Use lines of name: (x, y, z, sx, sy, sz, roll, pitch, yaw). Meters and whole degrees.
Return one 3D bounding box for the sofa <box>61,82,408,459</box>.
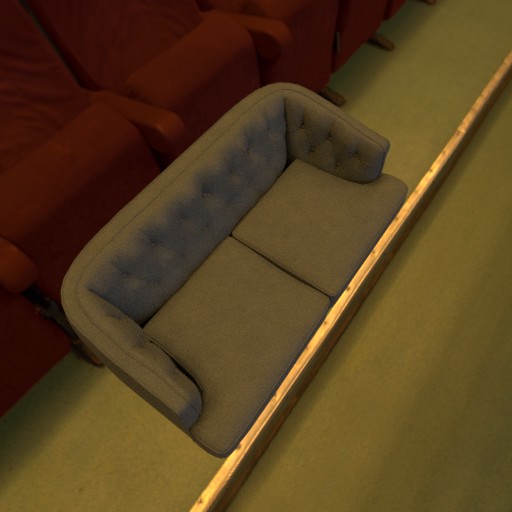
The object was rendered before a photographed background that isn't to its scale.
sofa: (0.000, 0.000, 2.282, 0.941, 0.855, 1.733, 32, 64, 17)
